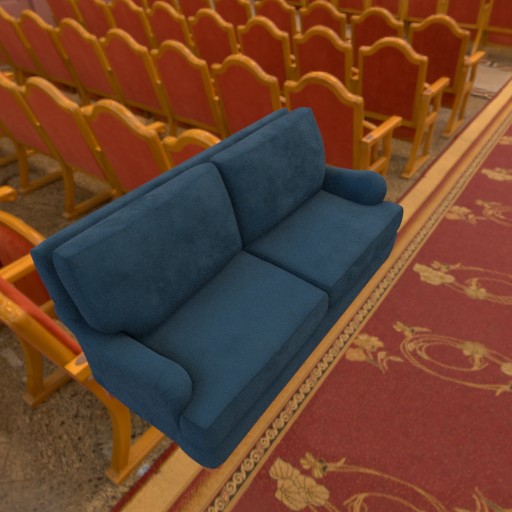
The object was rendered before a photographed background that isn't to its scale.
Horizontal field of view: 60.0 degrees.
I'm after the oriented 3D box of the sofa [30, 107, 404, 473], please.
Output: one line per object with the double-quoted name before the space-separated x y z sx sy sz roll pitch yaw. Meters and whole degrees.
"sofa" 0.000 0.000 2.683 1.084 1.101 2.141 26 47 27
